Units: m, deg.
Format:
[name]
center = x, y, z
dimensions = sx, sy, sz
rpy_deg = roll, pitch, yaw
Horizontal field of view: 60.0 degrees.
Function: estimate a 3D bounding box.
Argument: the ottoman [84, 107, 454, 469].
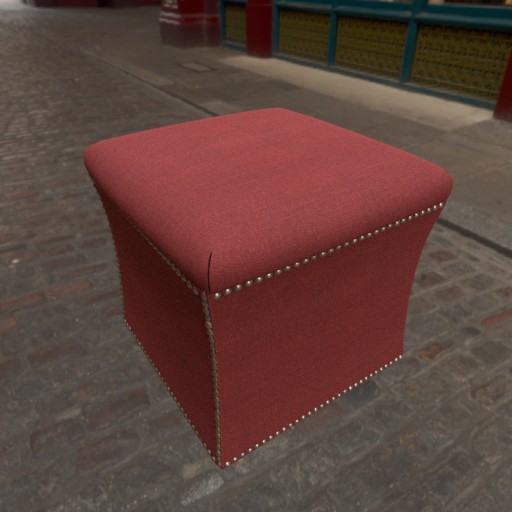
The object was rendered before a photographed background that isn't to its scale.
[ottoman]
center = 0.000, 0.000, 0.901
dimensions = 0.497, 0.475, 0.507
rpy_deg = -21, 39, -28
